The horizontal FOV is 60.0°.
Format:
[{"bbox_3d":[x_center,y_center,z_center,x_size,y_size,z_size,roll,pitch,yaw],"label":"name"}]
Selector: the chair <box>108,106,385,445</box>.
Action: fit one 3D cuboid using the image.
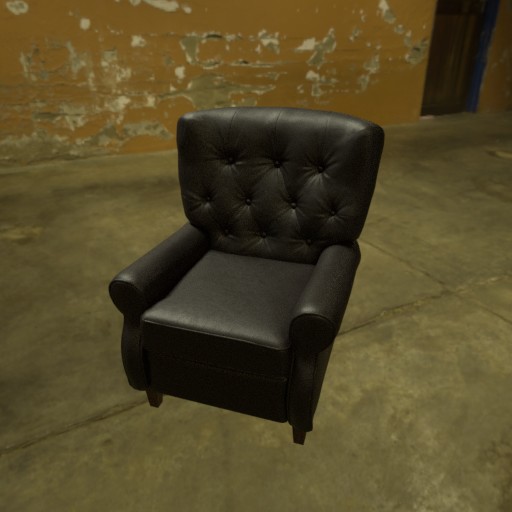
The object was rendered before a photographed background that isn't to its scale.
[{"bbox_3d":[0.000,0.000,1.953,0.948,1.158,1.058,8,27,16],"label":"chair"}]
